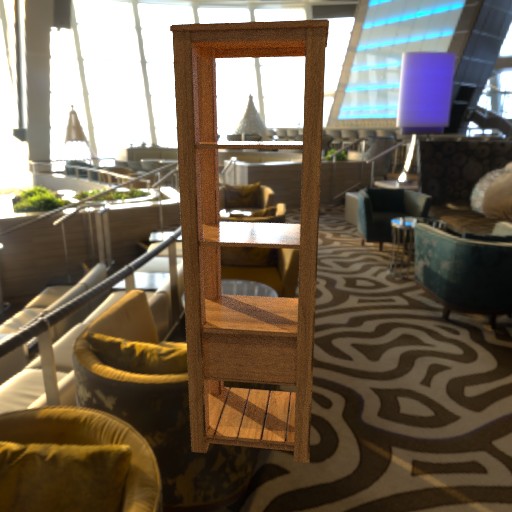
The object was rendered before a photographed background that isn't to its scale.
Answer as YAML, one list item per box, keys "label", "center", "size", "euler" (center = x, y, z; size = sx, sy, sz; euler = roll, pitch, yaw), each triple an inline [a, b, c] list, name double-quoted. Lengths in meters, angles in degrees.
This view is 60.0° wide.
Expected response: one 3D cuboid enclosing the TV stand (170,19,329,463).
- label: "TV stand"
  center: [0.000, 0.000, 2.006]
  size: [0.565, 1.828, 0.435]
  euler: [2, 16, 7]
